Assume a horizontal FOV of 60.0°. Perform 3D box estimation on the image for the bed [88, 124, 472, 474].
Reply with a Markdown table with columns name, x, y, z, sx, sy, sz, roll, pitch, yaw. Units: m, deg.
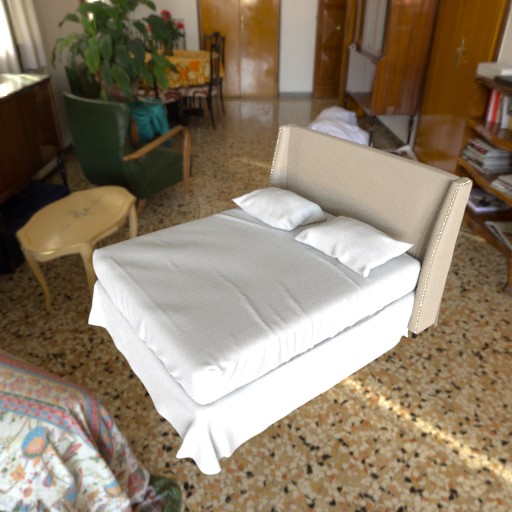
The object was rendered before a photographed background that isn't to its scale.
| name | x | y | z | sx | sy | sz | roll | pitch | yaw |
| --- | --- | --- | --- | --- | --- | --- | --- | --- | --- |
| bed | 0.000 | 0.000 | 3.392 | 2.276 | 1.332 | 1.925 | -21 | 36 | -31 |
